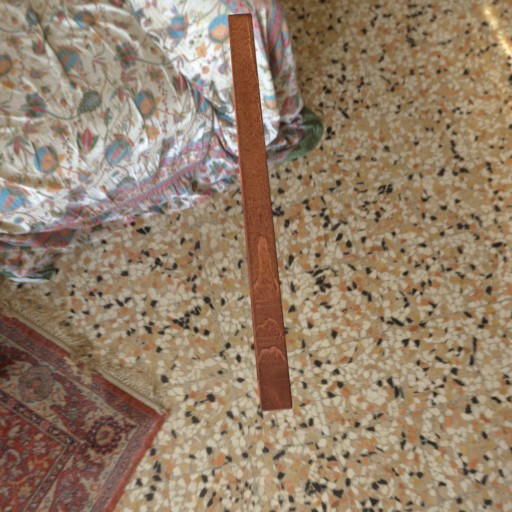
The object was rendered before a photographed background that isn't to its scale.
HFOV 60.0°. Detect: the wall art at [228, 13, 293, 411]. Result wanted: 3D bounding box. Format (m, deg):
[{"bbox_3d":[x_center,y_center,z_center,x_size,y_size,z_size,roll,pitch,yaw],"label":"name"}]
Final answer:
[{"bbox_3d":[0.000,0.000,0.749,0.030,0.558,0.462,-5,74,-1],"label":"wall art"}]
